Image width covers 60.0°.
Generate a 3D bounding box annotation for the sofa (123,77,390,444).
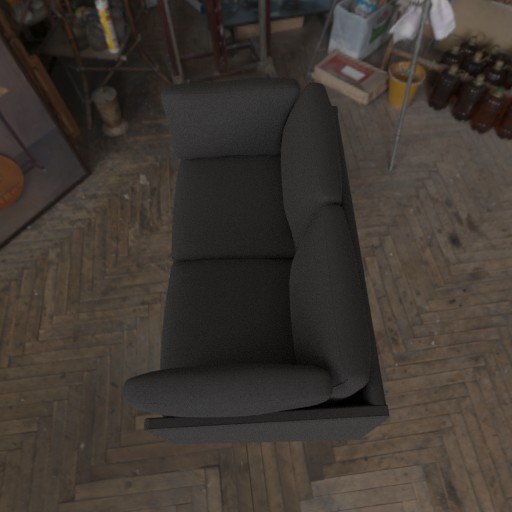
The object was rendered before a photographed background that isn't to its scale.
[{"bbox_3d":[0.000,0.000,2.282,0.969,0.920,1.751,-1,59,-1],"label":"sofa"}]
